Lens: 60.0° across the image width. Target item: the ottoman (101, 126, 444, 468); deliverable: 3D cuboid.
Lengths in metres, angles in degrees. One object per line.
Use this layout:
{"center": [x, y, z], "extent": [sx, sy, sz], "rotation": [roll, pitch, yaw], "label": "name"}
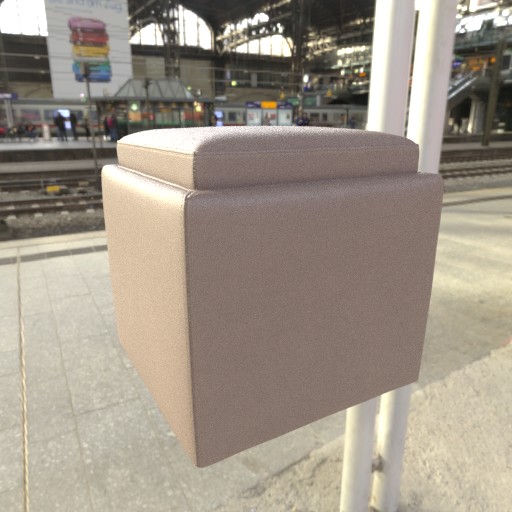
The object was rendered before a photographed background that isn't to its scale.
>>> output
{"center": [0.000, 0.000, 0.817], "extent": [0.451, 0.460, 0.450], "rotation": [-10, 19, -29], "label": "ottoman"}
